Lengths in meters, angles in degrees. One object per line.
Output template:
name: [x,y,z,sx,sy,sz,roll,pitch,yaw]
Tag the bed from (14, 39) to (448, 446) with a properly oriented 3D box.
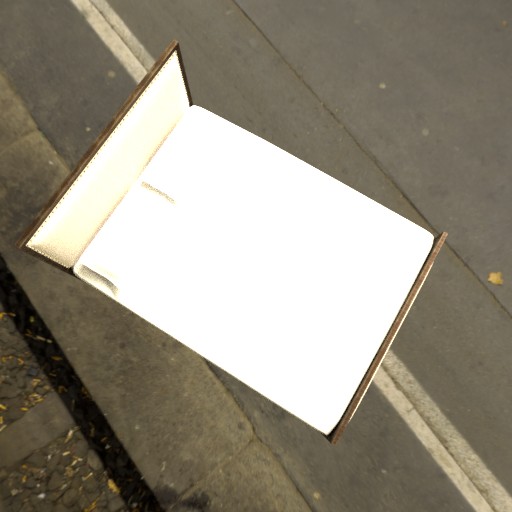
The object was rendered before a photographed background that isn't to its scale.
bed: [0.000,0.000,3.158,2.221,1.313,1.607,31,78,7]
